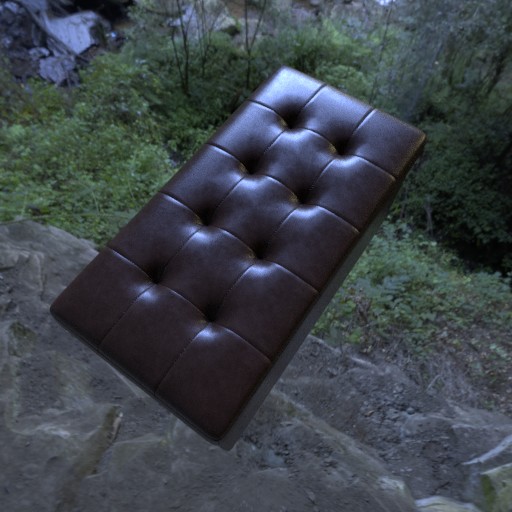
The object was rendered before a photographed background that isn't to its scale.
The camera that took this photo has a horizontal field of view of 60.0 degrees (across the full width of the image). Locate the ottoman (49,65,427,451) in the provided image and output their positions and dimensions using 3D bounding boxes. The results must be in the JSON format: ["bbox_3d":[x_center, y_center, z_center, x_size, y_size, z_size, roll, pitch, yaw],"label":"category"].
[{"bbox_3d":[0.000,0.000,1.141,0.432,0.470,0.838,32,68,15],"label":"ottoman"}]
